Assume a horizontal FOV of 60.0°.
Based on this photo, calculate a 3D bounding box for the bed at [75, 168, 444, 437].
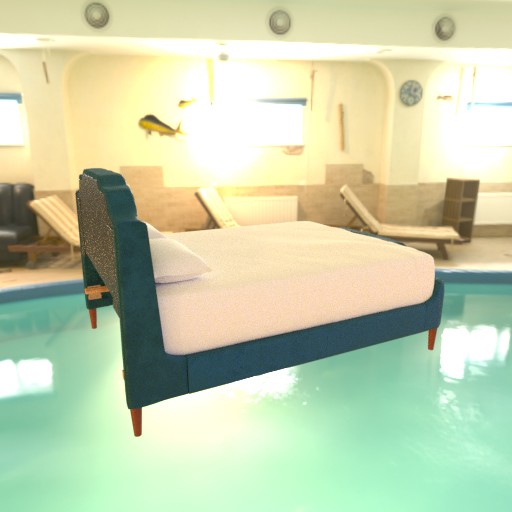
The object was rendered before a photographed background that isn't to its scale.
[{"bbox_3d":[0.000,0.000,3.365,2.322,1.338,1.678,-7,16,-26],"label":"bed"}]
